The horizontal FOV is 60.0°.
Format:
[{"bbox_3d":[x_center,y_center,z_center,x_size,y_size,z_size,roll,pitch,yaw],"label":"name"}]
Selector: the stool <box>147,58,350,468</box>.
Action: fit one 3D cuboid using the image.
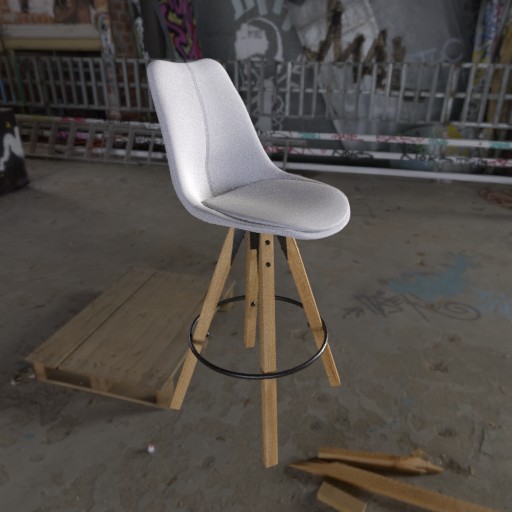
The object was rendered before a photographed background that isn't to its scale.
[{"bbox_3d":[0.000,0.000,1.384,0.550,1.115,0.484,17,30,32],"label":"stool"}]
